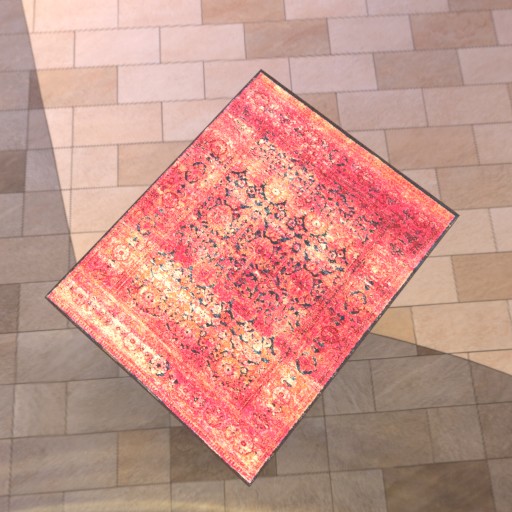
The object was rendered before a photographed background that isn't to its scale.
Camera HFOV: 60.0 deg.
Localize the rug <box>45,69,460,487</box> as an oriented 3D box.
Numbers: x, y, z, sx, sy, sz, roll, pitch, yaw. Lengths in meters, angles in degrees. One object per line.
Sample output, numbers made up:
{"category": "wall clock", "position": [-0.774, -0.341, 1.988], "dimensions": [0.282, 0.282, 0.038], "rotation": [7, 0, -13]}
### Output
{"category": "rug", "position": [0.000, 0.000, 4.039], "dimensions": [2.411, 0.020, 3.032], "rotation": [39, 80, 8]}
